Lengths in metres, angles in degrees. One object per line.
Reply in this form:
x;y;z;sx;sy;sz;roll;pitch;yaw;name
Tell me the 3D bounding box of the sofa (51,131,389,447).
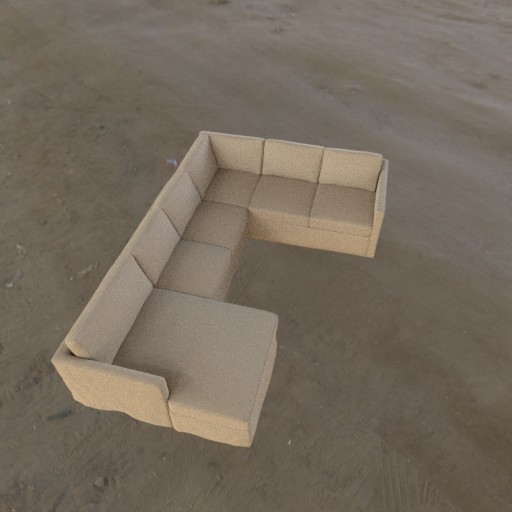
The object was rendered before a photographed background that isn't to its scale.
0.000;0.000;4.584;2.476;0.878;3.528;10;47;10;sofa
